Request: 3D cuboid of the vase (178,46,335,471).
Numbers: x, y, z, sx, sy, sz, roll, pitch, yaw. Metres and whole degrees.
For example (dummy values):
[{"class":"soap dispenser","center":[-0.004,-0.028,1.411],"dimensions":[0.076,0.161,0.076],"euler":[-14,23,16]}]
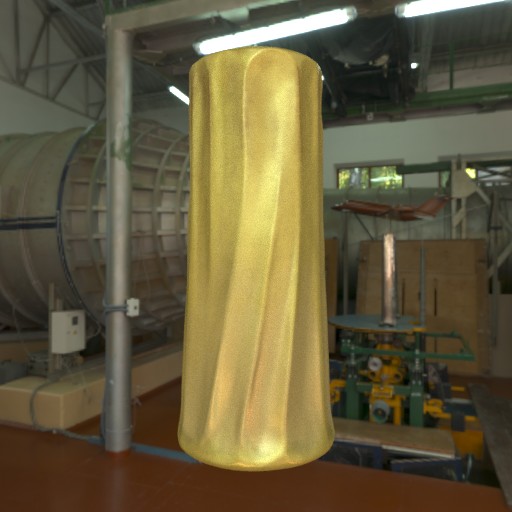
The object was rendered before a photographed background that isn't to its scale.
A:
[{"class":"vase","center":[0.000,0.000,0.175],"dimensions":[0.061,0.143,0.061],"euler":[0,-1,0]}]
